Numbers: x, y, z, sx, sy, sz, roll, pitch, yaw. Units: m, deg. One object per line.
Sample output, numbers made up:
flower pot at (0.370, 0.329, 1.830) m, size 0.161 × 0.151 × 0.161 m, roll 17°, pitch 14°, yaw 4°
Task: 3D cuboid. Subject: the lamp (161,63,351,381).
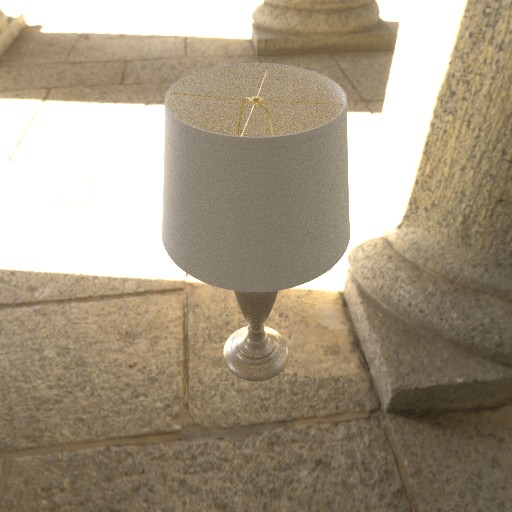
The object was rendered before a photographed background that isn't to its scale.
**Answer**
lamp at (0.000, 0.000, 0.827) m, size 0.328 × 0.612 × 0.328 m, roll 0°, pitch 42°, yaw 0°
